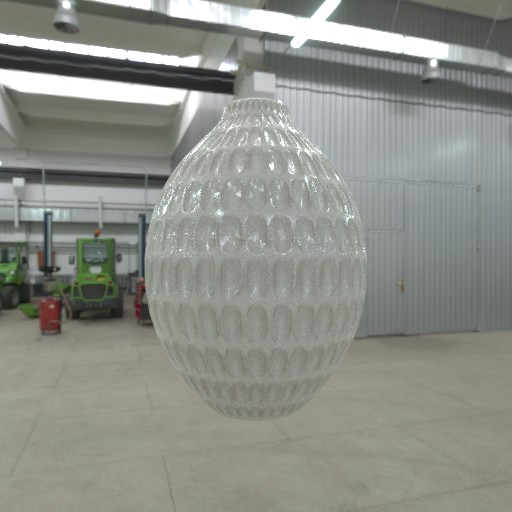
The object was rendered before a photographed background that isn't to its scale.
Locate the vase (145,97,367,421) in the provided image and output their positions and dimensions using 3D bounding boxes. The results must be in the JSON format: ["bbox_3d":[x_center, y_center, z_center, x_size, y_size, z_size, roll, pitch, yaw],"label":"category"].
[{"bbox_3d":[0.000,0.000,0.333,0.162,0.223,0.162,0,0,0],"label":"vase"}]
